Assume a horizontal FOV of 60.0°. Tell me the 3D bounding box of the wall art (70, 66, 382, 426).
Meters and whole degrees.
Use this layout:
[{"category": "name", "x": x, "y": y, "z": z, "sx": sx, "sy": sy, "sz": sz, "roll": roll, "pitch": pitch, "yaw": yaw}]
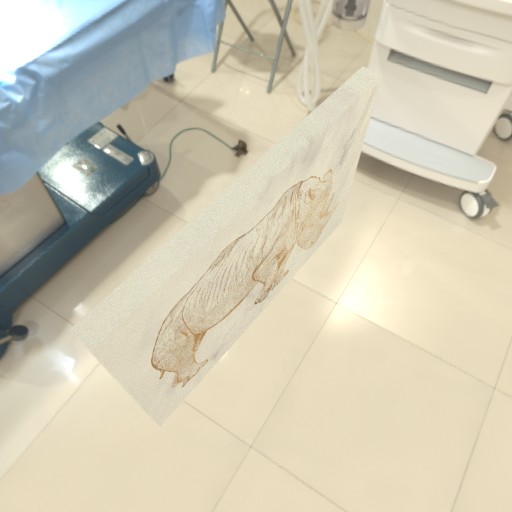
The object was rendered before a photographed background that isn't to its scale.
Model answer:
[{"category": "wall art", "x": 0.000, "y": 0.000, "z": 0.784, "sx": 0.038, "sy": 0.407, "sz": 0.609, "roll": 35, "pitch": 64, "yaw": 20}]
